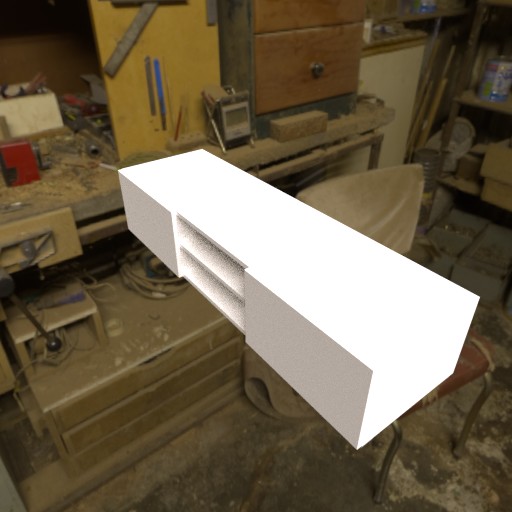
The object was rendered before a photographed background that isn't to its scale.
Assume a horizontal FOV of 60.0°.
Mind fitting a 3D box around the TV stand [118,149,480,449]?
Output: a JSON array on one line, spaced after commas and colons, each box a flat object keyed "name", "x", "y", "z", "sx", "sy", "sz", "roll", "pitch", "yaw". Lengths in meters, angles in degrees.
[{"name": "TV stand", "x": 0.000, "y": 0.000, "z": 1.613, "sx": 0.420, "sy": 0.310, "sz": 1.400, "roll": -23, "pitch": 40, "yaw": -30}]
